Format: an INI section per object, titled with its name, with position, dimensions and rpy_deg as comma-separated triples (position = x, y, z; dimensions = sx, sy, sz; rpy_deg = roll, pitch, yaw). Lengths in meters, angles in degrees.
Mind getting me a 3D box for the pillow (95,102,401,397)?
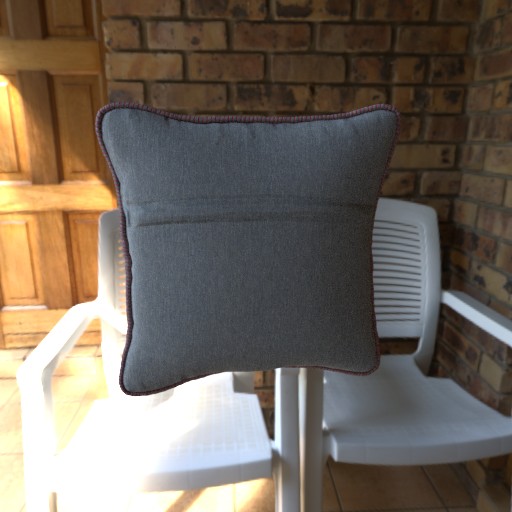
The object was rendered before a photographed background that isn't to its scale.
[pillow]
position = 0.000, 0.000, 0.748
dimensions = 0.482, 0.491, 0.124
rpy_deg = -2, 15, -9
